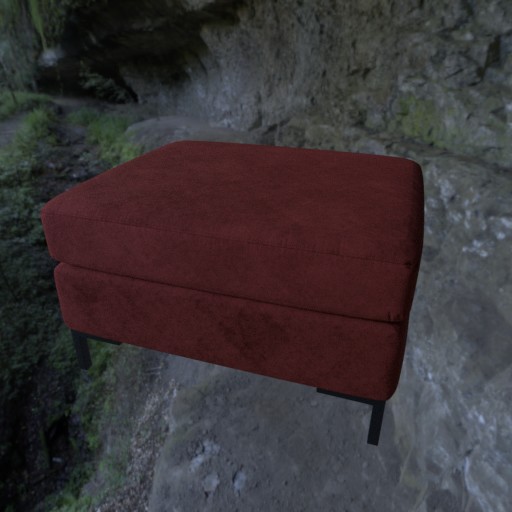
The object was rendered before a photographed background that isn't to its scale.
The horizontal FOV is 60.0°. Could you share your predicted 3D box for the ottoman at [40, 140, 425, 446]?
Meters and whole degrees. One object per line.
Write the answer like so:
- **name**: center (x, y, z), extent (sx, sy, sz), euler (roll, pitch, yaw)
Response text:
- **ottoman**: center (0.000, 0.000, 1.167), extent (0.782, 0.462, 0.650), euler (9, 29, 16)
